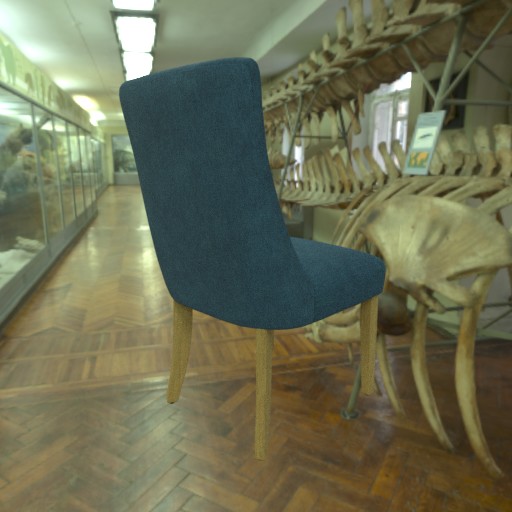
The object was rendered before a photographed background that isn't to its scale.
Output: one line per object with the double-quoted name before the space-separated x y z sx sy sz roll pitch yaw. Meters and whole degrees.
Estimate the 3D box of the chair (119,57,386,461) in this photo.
"chair" 0.000 0.000 1.233 0.609 0.902 0.495 -12 17 -44
